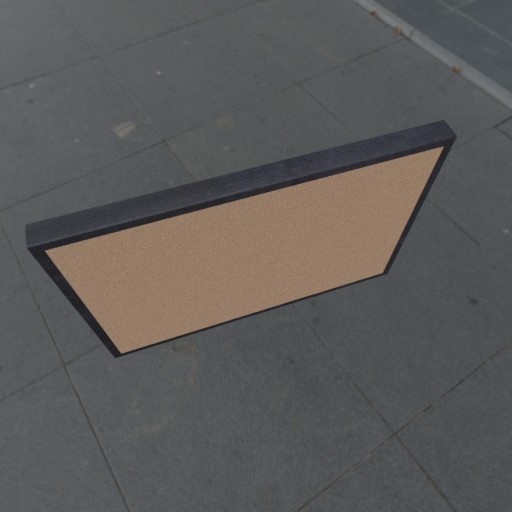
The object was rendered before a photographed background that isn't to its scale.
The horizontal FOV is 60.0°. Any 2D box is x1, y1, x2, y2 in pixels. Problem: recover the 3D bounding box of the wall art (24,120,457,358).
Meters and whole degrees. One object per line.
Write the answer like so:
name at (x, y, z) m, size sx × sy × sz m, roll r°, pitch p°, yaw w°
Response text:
wall art at (0.000, 0.000, 0.777) m, size 0.610 × 0.409 × 0.038 m, roll -16°, pitch 59°, yaw -10°
